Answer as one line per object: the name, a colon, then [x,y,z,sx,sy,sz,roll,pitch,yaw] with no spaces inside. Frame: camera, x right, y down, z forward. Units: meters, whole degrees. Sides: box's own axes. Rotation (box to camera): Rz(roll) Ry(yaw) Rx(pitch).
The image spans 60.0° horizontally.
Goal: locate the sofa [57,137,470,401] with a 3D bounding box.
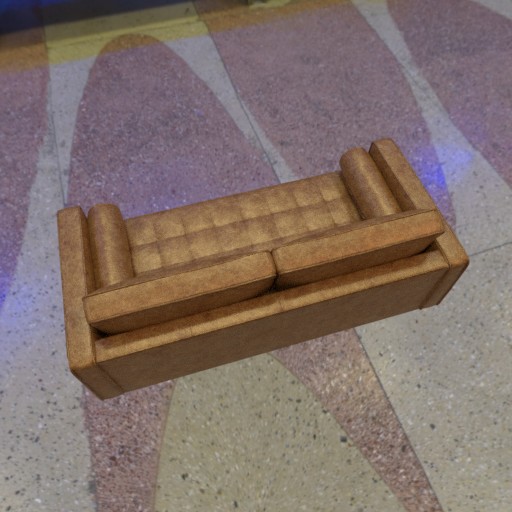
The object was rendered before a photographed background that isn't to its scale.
sofa: [0.000,0.000,2.382,1.920,0.825,0.924,-14,59,-9]
